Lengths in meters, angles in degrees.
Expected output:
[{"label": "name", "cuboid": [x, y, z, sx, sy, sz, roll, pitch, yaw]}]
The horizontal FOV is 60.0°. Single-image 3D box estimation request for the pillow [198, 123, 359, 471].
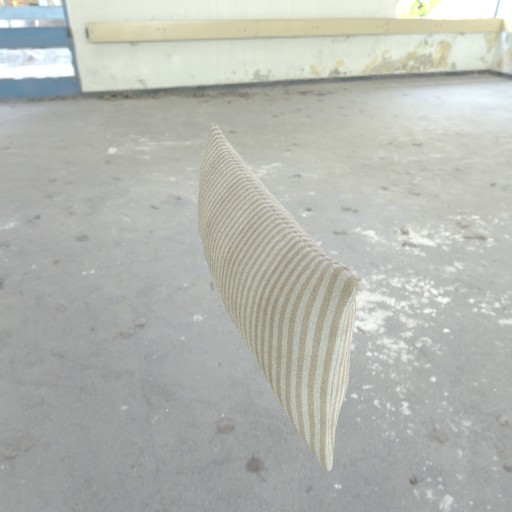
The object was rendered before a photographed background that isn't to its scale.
[{"label": "pillow", "cuboid": [0.000, 0.000, 0.734, 0.151, 0.295, 0.617, -9, 32, -15]}]
